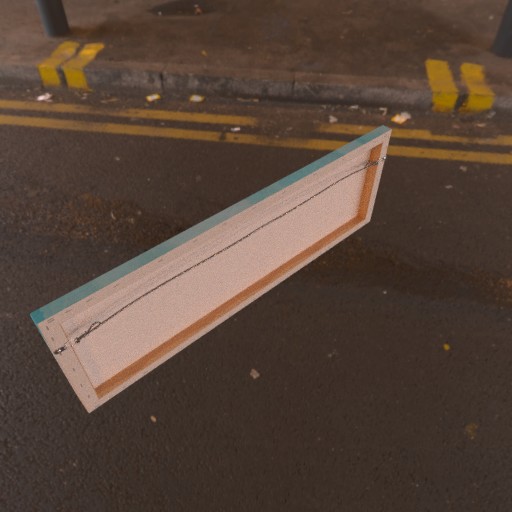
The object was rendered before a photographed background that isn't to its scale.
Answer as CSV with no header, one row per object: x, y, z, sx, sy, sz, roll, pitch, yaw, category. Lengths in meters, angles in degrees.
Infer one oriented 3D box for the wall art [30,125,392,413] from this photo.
0.000,0.000,0.840,0.759,0.254,0.044,-32,53,-28,wall art
